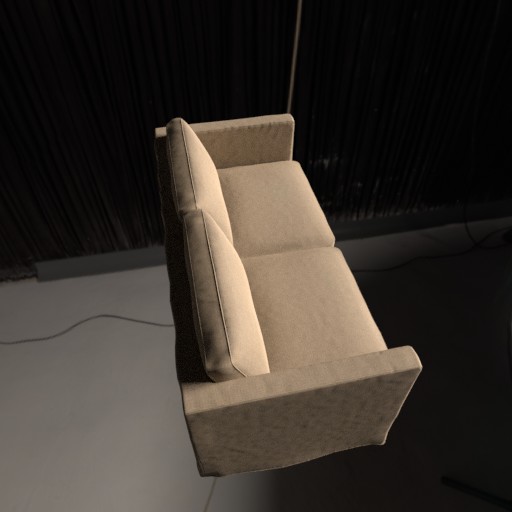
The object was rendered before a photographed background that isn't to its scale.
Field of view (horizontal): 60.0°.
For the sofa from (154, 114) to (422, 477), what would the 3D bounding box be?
[{"bbox_3d":[0.000,0.000,2.480,0.956,0.847,1.987,-9,47,-8],"label":"sofa"}]
